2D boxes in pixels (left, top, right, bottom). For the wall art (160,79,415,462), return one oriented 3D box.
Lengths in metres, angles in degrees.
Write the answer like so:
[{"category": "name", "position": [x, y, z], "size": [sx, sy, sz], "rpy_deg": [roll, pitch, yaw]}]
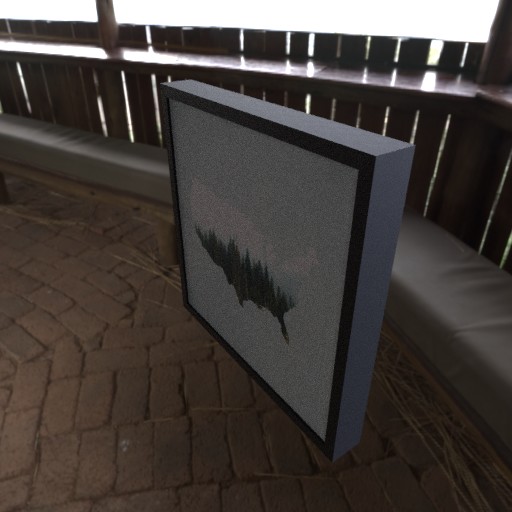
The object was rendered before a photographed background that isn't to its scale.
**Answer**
[{"category": "wall art", "position": [0.000, 0.000, 0.464], "size": [0.038, 0.304, 0.304], "rpy_deg": [-20, 37, -30]}]
